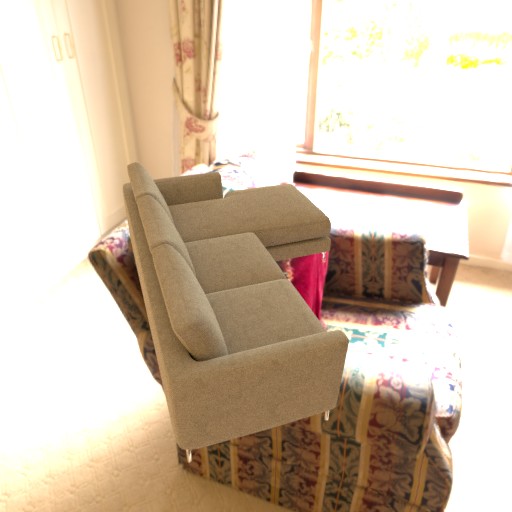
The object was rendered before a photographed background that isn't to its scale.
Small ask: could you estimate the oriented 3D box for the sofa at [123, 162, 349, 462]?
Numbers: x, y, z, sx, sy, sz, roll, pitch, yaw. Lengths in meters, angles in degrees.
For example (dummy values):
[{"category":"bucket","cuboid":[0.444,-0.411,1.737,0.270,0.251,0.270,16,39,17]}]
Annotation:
[{"category":"sofa","cuboid":[0.000,0.000,3.183,1.626,0.864,2.438,-10,33,-16]}]
